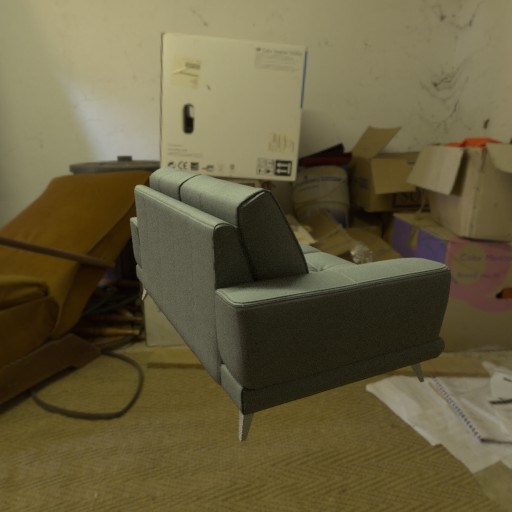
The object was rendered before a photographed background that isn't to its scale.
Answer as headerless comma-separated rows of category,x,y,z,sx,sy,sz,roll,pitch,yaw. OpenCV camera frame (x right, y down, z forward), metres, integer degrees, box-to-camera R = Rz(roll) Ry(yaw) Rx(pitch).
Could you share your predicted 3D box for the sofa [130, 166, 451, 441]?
sofa,0.000,0.000,2.425,1.018,0.907,1.806,-8,17,-25
